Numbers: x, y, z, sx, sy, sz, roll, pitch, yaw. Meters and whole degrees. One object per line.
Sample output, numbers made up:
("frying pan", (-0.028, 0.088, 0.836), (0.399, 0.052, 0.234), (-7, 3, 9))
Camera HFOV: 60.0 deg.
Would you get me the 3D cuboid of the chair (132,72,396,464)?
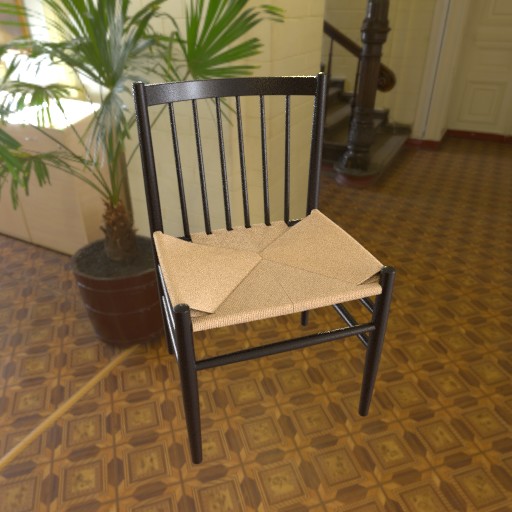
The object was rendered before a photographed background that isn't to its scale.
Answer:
("chair", (0.000, 0.000, 1.141), (0.495, 0.818, 0.516), (-9, 32, -15))
